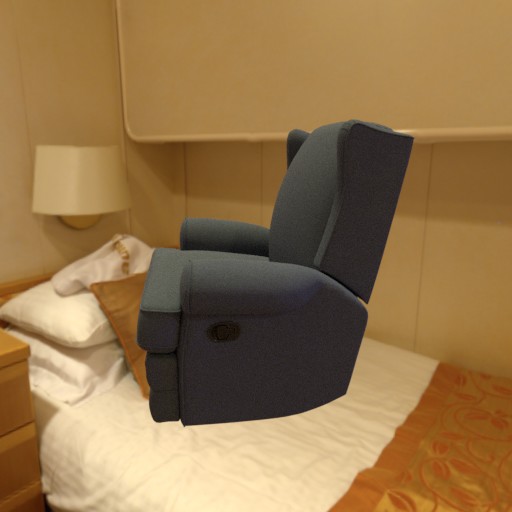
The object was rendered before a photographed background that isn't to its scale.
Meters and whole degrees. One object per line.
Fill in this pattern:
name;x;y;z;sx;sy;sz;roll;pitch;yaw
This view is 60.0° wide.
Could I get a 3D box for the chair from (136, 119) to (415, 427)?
chair;0.000;0.000;1.744;0.877;1.020;0.971;-2;14;-9
